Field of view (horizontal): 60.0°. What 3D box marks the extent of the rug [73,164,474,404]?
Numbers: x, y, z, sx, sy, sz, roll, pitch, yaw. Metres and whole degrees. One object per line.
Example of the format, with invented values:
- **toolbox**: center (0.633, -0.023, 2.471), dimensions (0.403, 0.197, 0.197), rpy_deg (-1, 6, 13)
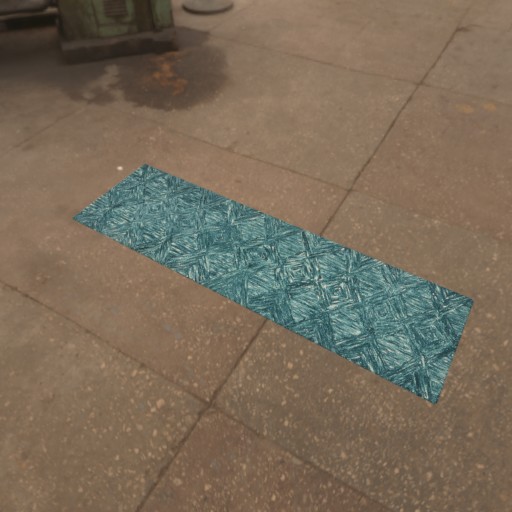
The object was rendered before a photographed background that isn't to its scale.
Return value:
- **rug**: center (0.000, 0.000, 2.551), dimensions (2.286, 0.016, 0.676), rpy_deg (25, 52, 21)
